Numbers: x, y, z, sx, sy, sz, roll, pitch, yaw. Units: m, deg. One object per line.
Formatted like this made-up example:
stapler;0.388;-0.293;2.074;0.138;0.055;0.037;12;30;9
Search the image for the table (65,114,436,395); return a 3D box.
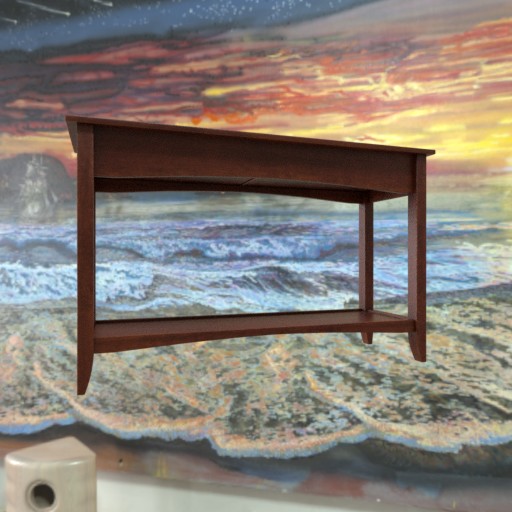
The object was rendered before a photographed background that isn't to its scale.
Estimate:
table;0.000;0.000;1.532;1.188;0.739;0.392;0;0;-19
